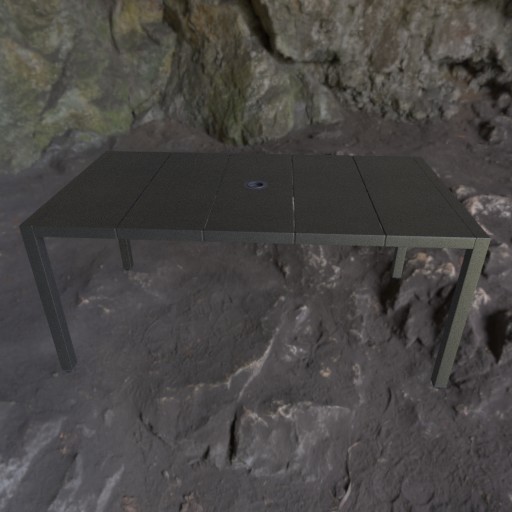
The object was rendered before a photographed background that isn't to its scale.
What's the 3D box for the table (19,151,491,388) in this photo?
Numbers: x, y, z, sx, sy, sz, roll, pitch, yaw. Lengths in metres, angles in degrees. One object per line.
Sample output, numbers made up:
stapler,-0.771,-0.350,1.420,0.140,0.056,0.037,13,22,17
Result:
table,0.000,0.000,2.149,1.680,0.735,0.914,2,30,3
